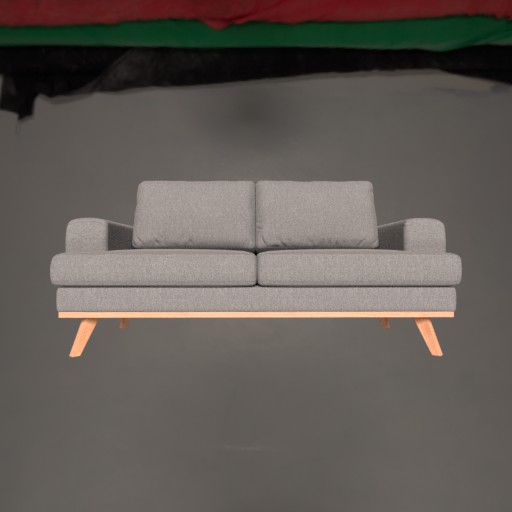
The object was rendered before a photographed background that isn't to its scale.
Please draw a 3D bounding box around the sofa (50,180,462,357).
[{"bbox_3d":[0.000,0.000,2.135,1.650,0.810,0.785,0,0,-1],"label":"sofa"}]
